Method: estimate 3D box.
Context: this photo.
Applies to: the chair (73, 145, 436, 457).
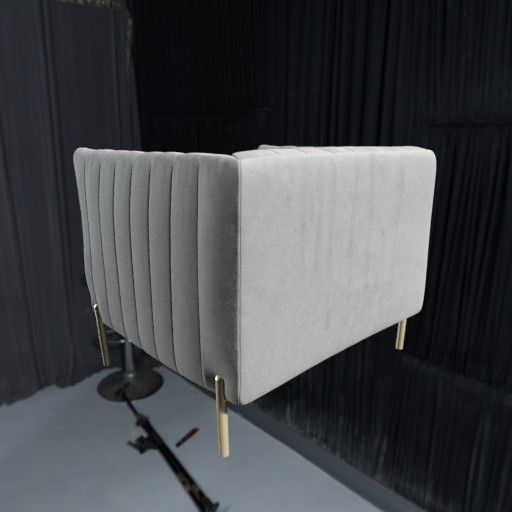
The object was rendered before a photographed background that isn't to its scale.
[{"bbox_3d":[0.000,0.000,1.605,0.981,0.779,0.873,-14,20,-41],"label":"chair"}]
